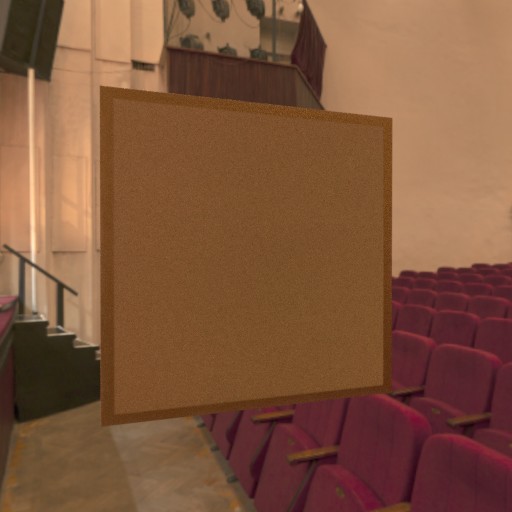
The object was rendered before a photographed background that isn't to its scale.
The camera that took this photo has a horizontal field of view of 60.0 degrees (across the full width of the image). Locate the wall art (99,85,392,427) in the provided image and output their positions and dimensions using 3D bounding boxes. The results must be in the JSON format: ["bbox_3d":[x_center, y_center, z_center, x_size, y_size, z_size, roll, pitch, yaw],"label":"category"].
[{"bbox_3d":[0.000,0.000,0.462,0.306,0.305,0.038,0,1,-18],"label":"wall art"}]
